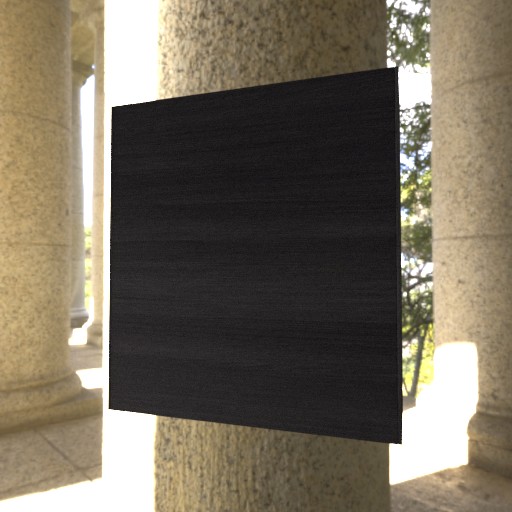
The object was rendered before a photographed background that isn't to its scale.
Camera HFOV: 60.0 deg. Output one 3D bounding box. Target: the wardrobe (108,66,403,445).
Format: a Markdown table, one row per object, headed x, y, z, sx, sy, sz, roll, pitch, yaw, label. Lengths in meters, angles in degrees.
| x | y | z | sx | sy | sz | roll | pitch | yaw | label |
| --- | --- | --- | --- | --- | --- | --- | --- | --- | --- |
| 0.000 | 0.000 | 2.863 | 1.780 | 1.960 | 0.629 | -1 | -2 | 19 | wardrobe |
